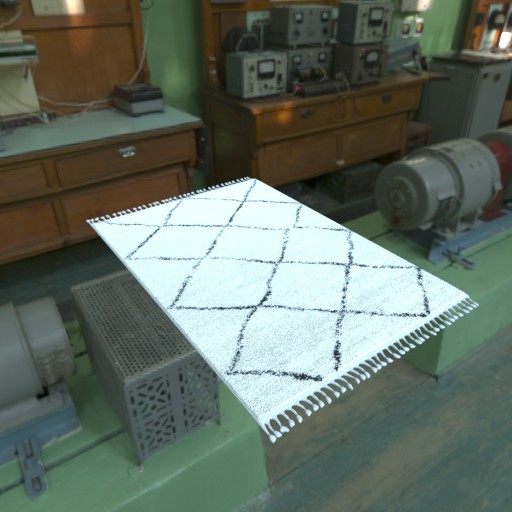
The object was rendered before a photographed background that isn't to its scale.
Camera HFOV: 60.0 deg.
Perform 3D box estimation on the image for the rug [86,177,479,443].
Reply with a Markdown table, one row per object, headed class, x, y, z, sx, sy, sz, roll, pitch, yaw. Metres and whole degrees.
| class | x | y | z | sx | sy | sz | roll | pitch | yaw |
| --- | --- | --- | --- | --- | --- | --- | --- | --- | --- |
| rug | 0.000 | 0.000 | 2.910 | 1.494 | 0.031 | 2.307 | -21 | 38 | -29 |
